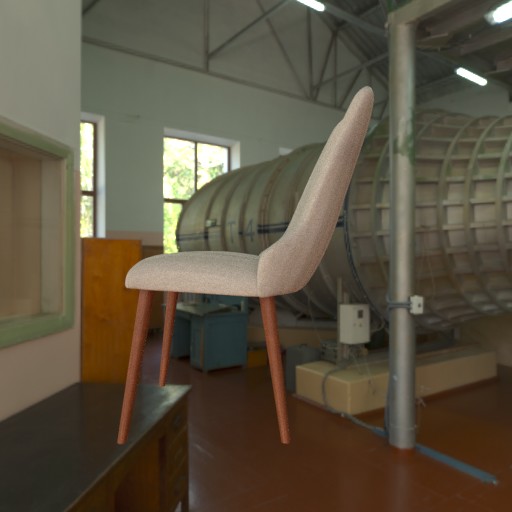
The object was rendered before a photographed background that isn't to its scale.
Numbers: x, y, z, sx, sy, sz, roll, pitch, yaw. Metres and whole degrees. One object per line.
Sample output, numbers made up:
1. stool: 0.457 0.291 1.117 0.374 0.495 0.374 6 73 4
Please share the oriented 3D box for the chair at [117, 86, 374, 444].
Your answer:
1. chair: 0.000 0.000 1.330 0.684 0.917 0.526 0 0 0
